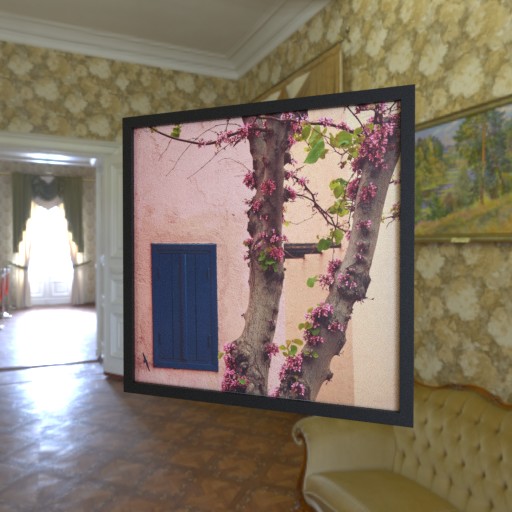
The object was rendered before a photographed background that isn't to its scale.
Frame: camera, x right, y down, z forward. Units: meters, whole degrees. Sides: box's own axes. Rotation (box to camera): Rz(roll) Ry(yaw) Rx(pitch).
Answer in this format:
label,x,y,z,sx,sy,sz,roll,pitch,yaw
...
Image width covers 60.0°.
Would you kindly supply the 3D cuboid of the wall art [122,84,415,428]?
label,x,y,z,sx,sy,sz,roll,pitch,yaw
wall art,0.000,0.000,0.755,0.508,0.508,0.038,0,1,19
